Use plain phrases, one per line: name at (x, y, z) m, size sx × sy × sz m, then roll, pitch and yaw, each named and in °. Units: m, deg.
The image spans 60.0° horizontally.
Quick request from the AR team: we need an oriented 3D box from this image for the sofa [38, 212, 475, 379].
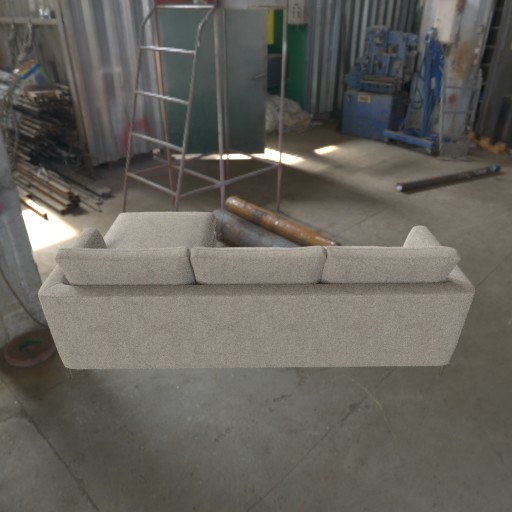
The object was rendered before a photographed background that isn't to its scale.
sofa at (0.000, 0.000, 3.186) m, size 2.438 × 0.864 × 1.626 m, roll 0°, pitch 29°, yaw -1°
